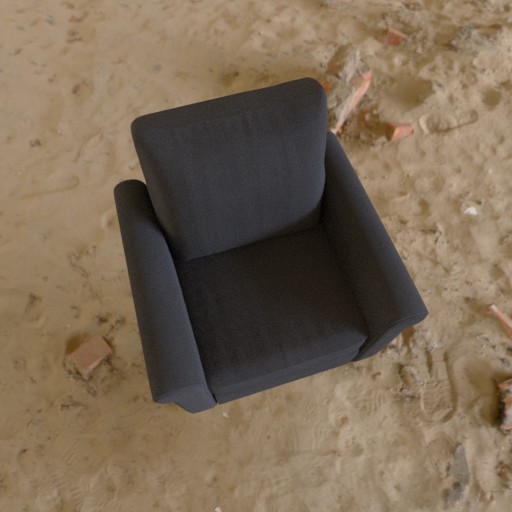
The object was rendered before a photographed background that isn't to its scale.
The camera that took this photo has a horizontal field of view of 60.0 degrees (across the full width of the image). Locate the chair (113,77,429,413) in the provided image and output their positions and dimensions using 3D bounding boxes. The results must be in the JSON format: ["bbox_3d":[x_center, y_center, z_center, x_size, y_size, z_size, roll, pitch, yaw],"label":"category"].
[{"bbox_3d":[0.000,0.000,1.586,0.867,0.942,0.828,-16,65,-7],"label":"chair"}]
